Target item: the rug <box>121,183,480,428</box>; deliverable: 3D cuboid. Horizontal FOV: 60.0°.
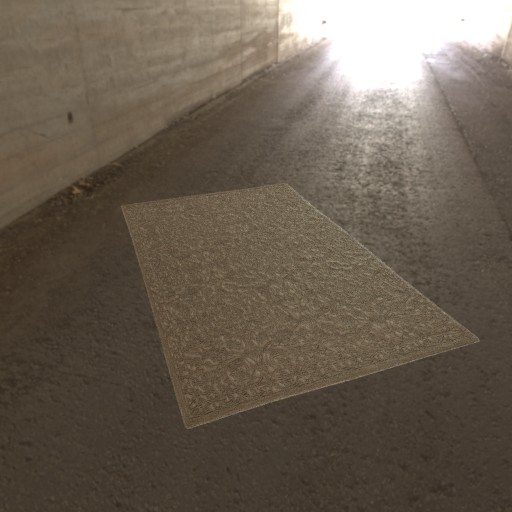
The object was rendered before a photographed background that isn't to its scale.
[{"bbox_3d":[0.000,0.000,3.008,1.529,0.012,2.435,-11,31,-18],"label":"rug"}]
